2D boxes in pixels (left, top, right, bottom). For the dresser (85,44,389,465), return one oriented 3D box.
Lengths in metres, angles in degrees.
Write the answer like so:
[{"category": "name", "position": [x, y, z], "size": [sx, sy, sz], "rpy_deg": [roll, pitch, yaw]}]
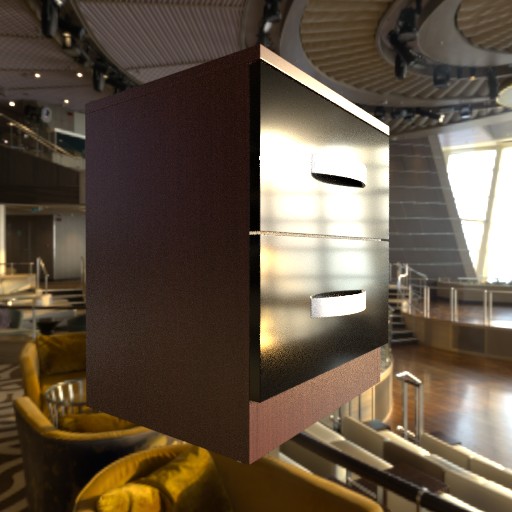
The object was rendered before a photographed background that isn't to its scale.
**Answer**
[{"category": "dresser", "position": [0.000, 0.000, 0.740], "size": [0.360, 0.470, 0.400], "rpy_deg": [0, 1, 36]}]
